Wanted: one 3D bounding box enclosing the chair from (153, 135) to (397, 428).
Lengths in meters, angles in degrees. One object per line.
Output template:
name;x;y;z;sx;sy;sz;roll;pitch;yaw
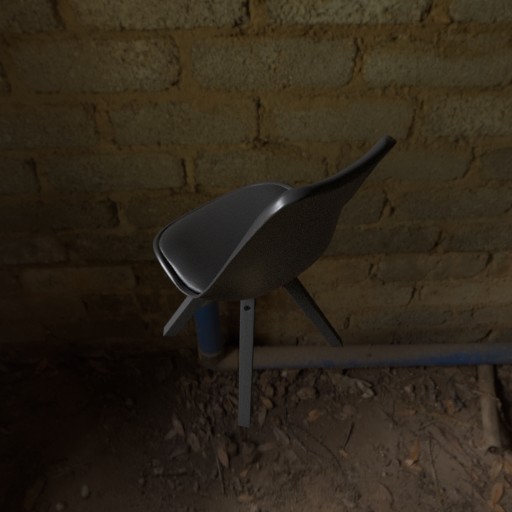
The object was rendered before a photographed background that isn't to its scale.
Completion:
chair;0.000;0.000;1.202;0.485;0.850;0.530;-32;54;-27
